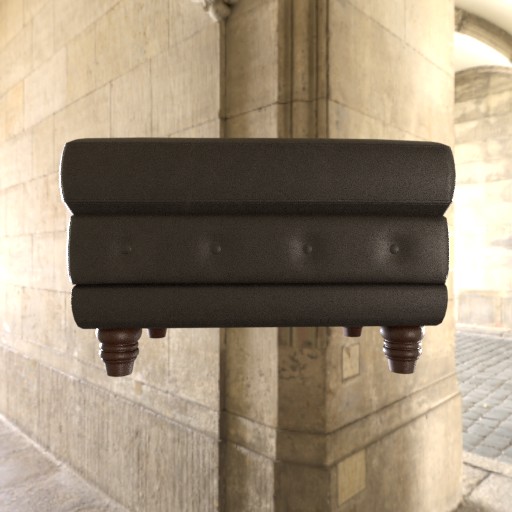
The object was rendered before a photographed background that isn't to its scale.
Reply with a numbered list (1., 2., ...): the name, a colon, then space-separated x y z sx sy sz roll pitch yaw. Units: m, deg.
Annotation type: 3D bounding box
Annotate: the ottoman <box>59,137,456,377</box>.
1. ottoman: 0.000 0.000 1.159 0.795 0.498 0.590 0 0 -2
